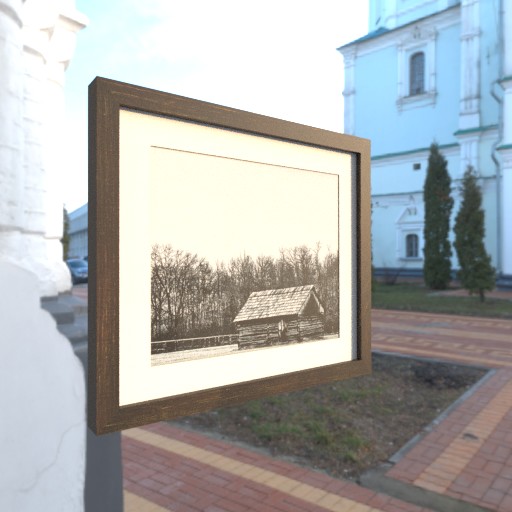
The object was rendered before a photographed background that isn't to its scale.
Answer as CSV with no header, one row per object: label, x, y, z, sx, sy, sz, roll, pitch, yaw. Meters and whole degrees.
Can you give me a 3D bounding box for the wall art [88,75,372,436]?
wall art,0.000,0.000,0.529,0.381,0.330,0.031,0,0,-36
